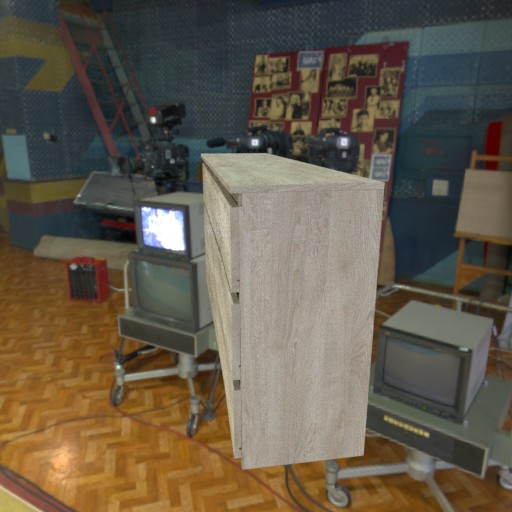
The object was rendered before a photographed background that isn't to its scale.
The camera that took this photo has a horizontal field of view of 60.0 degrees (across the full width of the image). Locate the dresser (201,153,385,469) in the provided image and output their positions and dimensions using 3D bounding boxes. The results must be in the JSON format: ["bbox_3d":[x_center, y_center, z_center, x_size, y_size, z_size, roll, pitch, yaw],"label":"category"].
[{"bbox_3d":[0.000,0.000,1.918,0.390,0.795,1.590,-3,16,-9],"label":"dresser"}]
